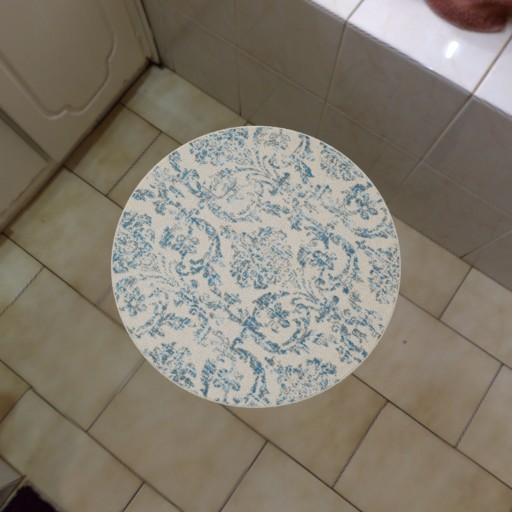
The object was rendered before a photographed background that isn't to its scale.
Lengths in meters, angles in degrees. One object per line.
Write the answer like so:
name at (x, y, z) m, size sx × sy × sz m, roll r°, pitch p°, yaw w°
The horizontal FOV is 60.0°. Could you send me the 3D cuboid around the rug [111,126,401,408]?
rug at (0.000, 0.000, 2.442) m, size 1.593 × 0.012 × 1.593 m, roll 0°, pitch 76°, yaw 0°
